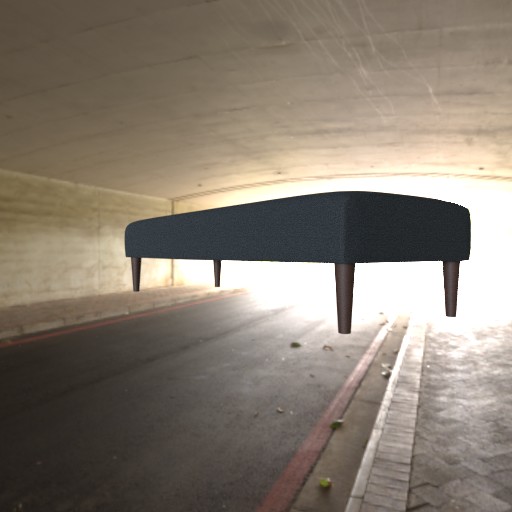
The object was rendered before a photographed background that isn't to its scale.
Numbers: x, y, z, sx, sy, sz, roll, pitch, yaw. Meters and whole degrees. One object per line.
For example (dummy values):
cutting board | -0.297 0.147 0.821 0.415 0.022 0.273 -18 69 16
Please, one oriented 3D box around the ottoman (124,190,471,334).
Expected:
ottoman | 0.000 0.000 1.936 0.646 0.393 1.609 0 1 -36
